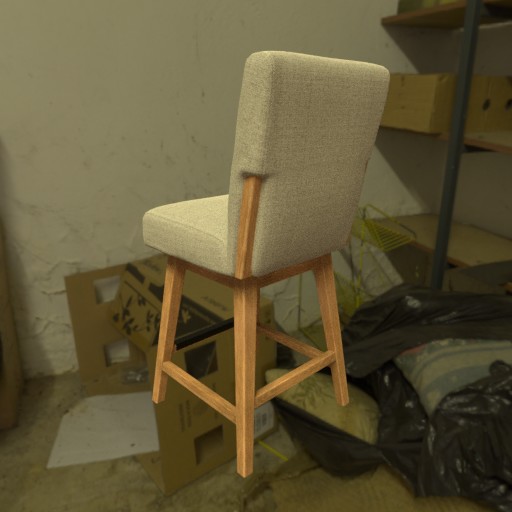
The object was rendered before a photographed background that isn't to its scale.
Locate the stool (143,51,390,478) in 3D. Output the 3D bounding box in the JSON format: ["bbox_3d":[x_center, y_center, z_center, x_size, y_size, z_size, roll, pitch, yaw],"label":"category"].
[{"bbox_3d":[0.000,0.000,1.275,0.459,1.010,0.526,-16,24,-41],"label":"stool"}]
